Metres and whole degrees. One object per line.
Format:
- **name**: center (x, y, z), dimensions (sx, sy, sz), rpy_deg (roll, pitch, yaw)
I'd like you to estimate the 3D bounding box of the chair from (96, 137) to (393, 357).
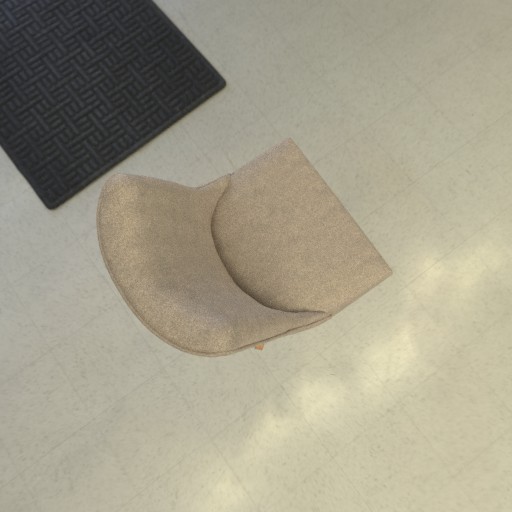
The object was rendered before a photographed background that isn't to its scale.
- **chair**: center (0.000, 0.000, 1.316), dimensions (0.636, 0.916, 0.548), rpy_deg (-33, 79, -8)
